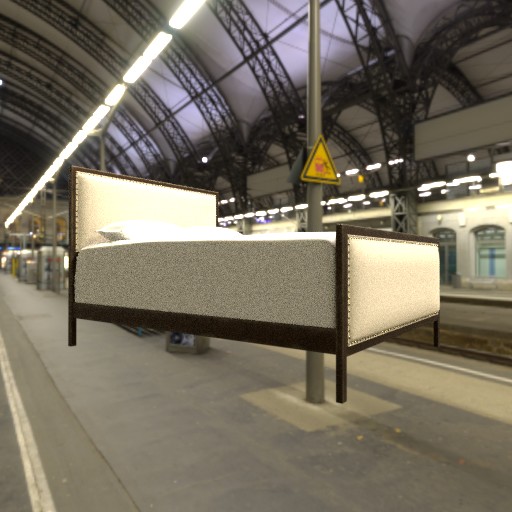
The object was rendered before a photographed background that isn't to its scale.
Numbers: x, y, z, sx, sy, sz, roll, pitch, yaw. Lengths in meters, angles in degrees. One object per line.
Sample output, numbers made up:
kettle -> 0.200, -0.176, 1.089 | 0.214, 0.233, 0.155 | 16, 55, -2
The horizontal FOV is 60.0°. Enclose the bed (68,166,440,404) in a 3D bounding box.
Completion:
bed -> 0.000, 0.000, 3.219 | 2.221, 1.313, 1.607 | 0, -1, 37
